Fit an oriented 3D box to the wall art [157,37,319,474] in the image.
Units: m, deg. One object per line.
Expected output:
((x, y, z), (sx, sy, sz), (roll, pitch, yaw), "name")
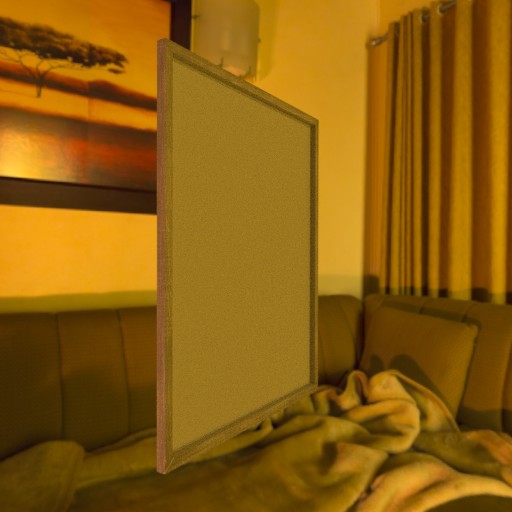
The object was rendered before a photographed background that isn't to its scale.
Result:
((0.000, 0.000, 1.363), (0.035, 1.022, 0.781), (0, 0, 35), "wall art")
